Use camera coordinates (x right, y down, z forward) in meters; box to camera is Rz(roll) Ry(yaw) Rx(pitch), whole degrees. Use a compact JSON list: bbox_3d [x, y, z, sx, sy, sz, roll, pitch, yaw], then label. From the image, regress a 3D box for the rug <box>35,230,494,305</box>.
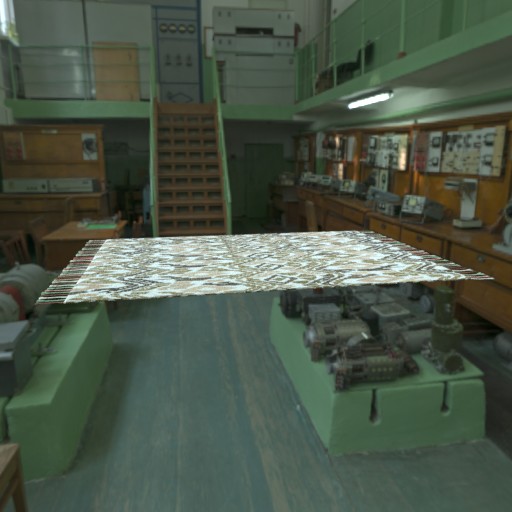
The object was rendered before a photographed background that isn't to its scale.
[{"bbox_3d":[0.000,0.000,2.278,1.829,0.008,1.219,-3,13,-11],"label":"rug"}]
